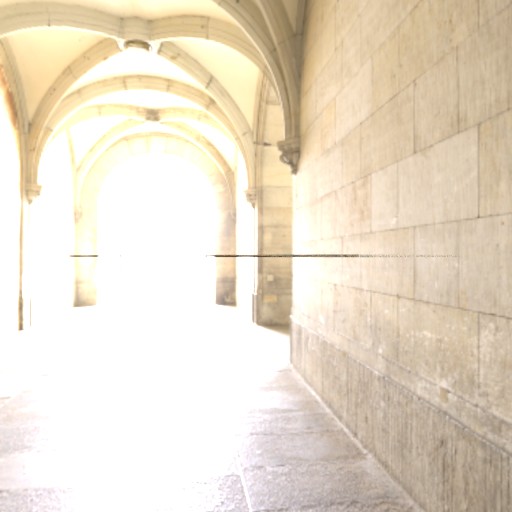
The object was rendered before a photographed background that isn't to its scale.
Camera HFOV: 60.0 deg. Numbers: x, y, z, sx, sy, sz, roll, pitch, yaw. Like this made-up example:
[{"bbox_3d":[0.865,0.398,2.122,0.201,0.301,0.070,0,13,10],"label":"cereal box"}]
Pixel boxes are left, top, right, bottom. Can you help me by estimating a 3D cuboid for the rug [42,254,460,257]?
[{"bbox_3d":[0.000,0.000,4.142,3.049,0.015,2.457,0,0,36],"label":"rug"}]
